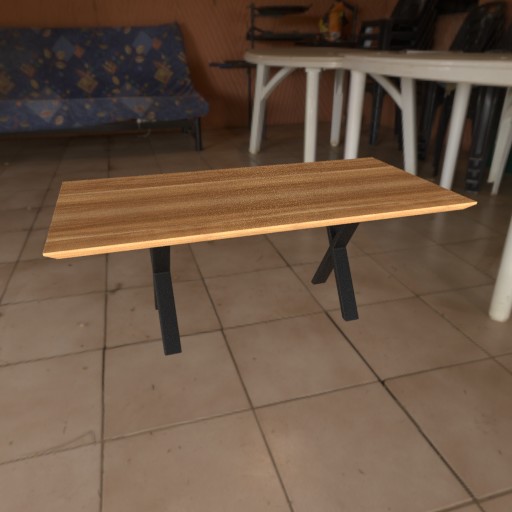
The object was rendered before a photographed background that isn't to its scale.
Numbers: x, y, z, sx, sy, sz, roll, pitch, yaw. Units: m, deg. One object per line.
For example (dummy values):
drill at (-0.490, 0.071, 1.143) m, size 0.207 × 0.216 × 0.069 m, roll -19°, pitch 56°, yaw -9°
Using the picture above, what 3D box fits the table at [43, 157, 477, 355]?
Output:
table at (0.000, 0.000, 2.538) m, size 2.000 × 0.770 × 1.000 m, roll -8°, pitch 27°, yaw -16°
